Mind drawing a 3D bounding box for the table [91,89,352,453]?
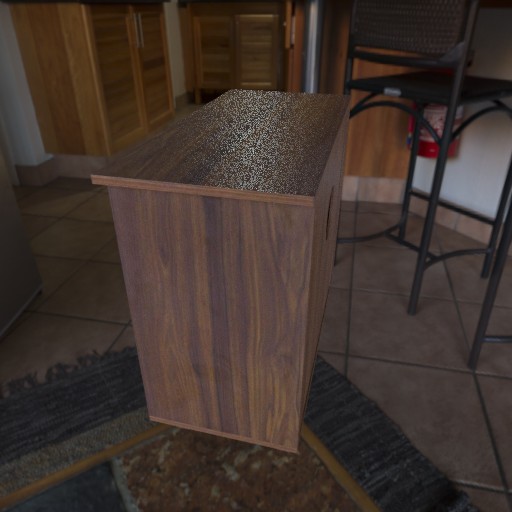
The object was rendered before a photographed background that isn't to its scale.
[{"bbox_3d":[0.000,0.000,1.229,0.390,0.725,0.802,8,31,12],"label":"table"}]
